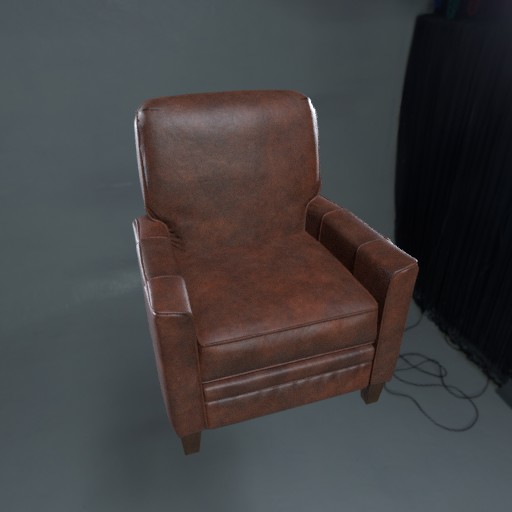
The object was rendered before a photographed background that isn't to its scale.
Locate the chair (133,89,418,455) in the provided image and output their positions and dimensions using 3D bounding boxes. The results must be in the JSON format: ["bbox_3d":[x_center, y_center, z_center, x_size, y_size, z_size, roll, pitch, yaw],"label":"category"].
[{"bbox_3d":[0.000,0.000,1.650,0.843,1.043,0.836,-9,32,-16],"label":"chair"}]
